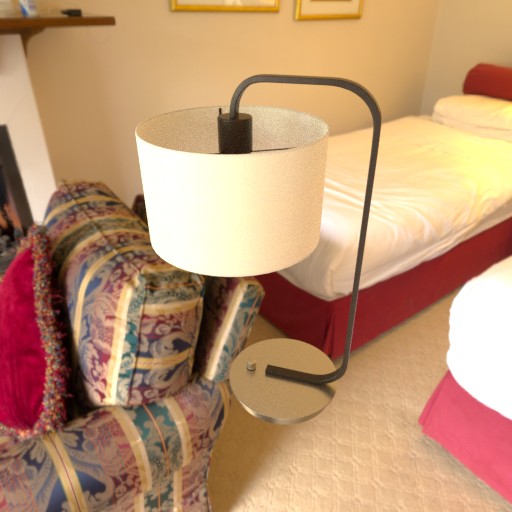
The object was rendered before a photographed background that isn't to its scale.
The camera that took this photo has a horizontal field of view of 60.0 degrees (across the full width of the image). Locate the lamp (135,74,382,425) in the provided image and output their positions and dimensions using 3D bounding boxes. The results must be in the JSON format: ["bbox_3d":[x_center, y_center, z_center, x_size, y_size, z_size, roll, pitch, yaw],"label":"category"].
[{"bbox_3d":[0.000,0.000,0.618,0.288,0.473,0.230,9,32,15],"label":"lamp"}]
